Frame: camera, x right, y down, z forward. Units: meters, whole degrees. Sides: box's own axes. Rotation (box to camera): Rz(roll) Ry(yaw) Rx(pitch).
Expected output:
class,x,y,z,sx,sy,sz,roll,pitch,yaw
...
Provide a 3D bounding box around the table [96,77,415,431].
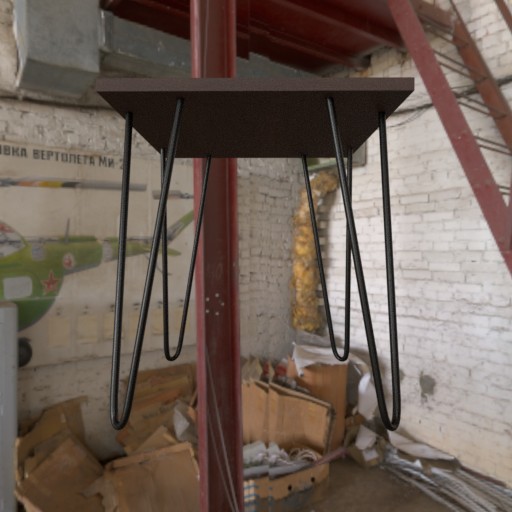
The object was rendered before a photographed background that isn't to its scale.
class,x,y,z,sx,sy,sz,roll,pitch,yaw
table,0.000,0.000,0.939,0.495,0.559,0.495,0,1,0
